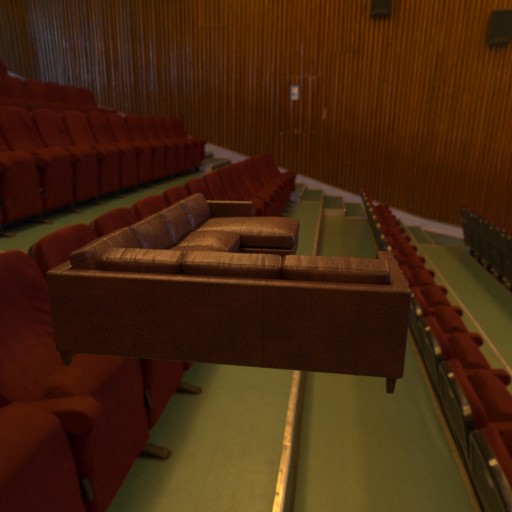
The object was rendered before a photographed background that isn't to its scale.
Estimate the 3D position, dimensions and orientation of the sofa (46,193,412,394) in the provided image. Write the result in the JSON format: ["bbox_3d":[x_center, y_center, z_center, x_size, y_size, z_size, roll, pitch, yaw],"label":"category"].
[{"bbox_3d":[0.000,0.000,4.538,2.452,0.891,3.324,2,16,9],"label":"sofa"}]
